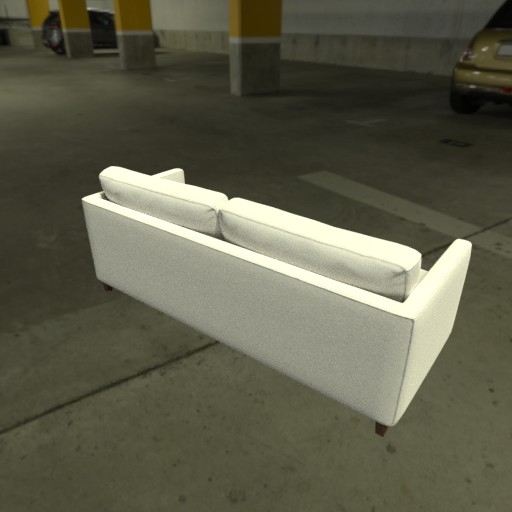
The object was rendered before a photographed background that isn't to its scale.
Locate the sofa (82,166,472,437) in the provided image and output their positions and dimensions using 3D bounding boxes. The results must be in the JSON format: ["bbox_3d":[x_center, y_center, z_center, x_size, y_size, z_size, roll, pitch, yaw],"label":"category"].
[{"bbox_3d":[0.000,0.000,2.880,2.361,0.962,0.951,19,33,32],"label":"sofa"}]
